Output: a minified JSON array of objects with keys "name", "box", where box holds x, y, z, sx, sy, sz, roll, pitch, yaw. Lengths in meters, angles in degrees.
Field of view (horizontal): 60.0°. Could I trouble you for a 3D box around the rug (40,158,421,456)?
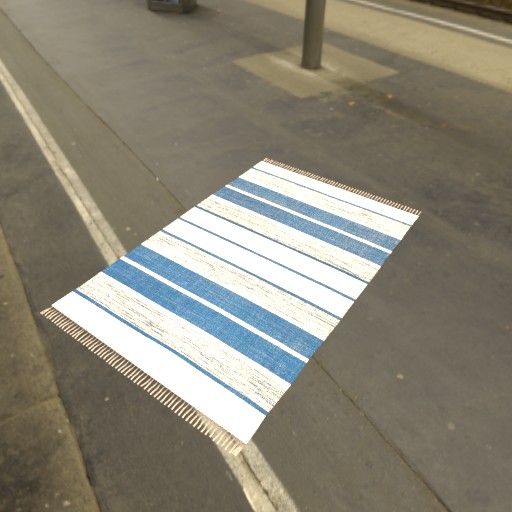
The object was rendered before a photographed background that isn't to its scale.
[{"name":"rug","box":[0.000,0.000,3.148,1.532,0.010,2.441,25,47,26]}]
